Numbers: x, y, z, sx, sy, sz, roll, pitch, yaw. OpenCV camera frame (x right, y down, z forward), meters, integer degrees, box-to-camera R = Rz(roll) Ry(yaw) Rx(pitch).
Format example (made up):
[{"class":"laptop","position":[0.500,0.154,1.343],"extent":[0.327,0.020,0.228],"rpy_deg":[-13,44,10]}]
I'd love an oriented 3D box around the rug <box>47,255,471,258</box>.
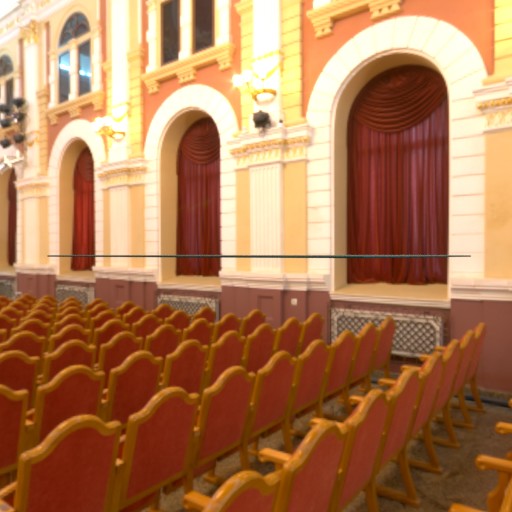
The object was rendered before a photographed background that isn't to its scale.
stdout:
[{"class":"rug","position":[0.000,0.000,3.935],"extent":[3.044,0.015,2.226],"rpy_deg":[0,0,38]}]
